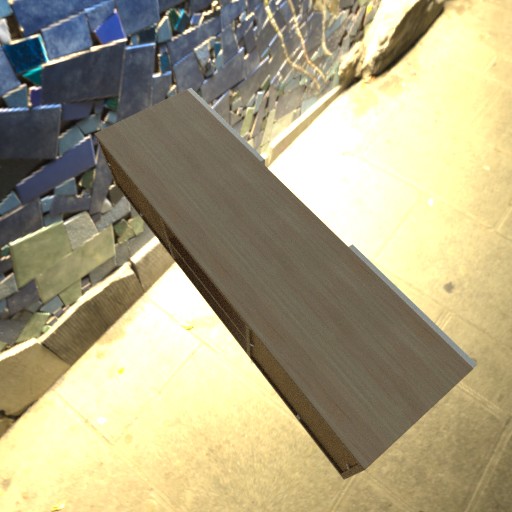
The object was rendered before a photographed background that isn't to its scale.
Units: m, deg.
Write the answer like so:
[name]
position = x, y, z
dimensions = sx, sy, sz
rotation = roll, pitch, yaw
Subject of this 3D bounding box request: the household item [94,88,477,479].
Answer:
[household item]
position = 0.000, 0.000, 1.534
dimensions = 0.420, 0.310, 1.400
rotation = -33, 65, -18
